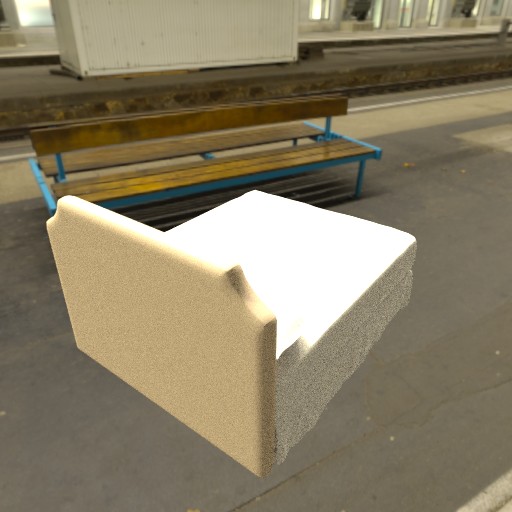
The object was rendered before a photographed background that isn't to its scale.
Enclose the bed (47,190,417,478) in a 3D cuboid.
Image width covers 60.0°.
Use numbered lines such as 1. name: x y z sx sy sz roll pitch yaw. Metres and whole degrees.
1. bed: 0.000 0.000 3.897 2.134 1.524 2.548 21 36 32
